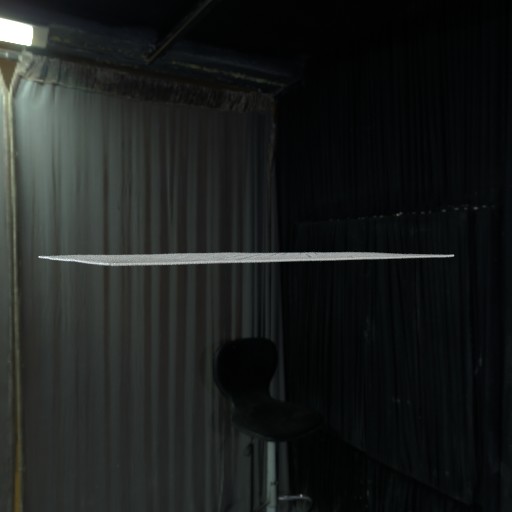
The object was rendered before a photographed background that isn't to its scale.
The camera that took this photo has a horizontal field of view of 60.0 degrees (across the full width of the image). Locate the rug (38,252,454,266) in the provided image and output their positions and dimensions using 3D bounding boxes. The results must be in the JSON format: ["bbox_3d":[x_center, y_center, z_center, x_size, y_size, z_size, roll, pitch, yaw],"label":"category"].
[{"bbox_3d":[0.000,0.000,1.067,0.869,0.008,0.511,-1,2,-36],"label":"rug"}]
